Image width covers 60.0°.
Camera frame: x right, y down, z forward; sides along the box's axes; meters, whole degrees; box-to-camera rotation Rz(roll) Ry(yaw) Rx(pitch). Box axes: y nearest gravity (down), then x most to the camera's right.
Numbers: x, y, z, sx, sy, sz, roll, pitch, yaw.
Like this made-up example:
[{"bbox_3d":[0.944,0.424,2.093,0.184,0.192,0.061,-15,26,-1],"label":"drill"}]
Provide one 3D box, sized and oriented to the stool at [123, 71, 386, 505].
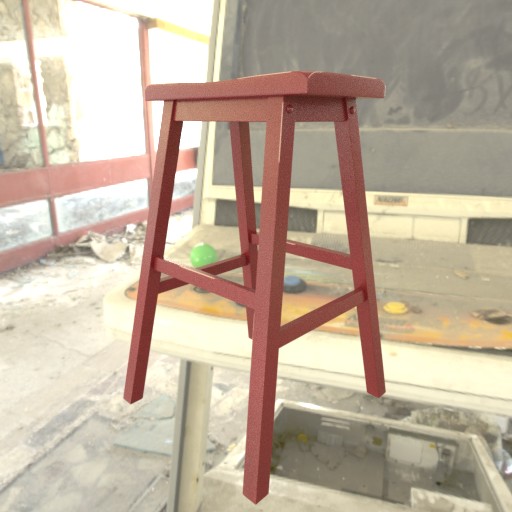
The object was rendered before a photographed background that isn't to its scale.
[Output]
[{"bbox_3d":[0.000,0.000,1.003,0.457,0.737,0.476,16,23,41],"label":"stool"}]
